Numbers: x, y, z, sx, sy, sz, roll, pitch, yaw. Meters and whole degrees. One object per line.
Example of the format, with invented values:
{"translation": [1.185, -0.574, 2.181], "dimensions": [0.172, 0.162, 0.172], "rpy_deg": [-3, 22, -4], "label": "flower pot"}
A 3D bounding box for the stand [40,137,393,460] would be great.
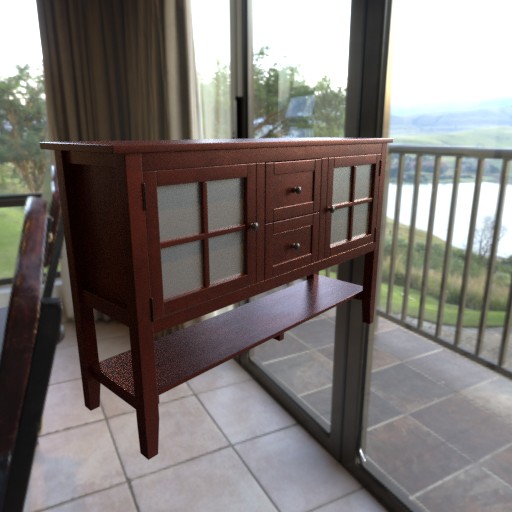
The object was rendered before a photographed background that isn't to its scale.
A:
{"translation": [0.000, 0.000, 1.720], "dimensions": [0.410, 0.872, 1.362], "rpy_deg": [14, 21, 41], "label": "stand"}
